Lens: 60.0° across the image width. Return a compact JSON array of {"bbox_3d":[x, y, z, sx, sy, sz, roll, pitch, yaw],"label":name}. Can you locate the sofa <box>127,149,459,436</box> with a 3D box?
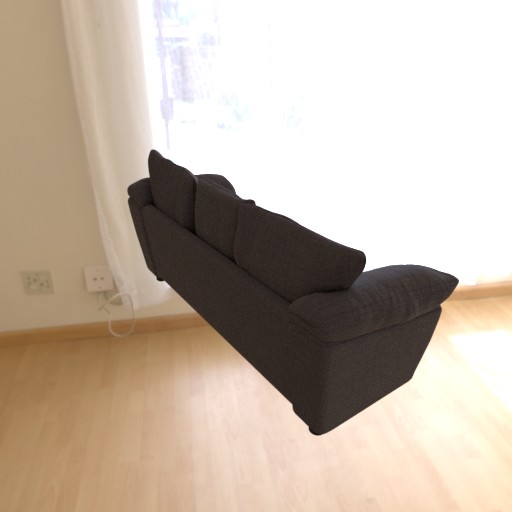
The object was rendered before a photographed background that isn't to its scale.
[{"bbox_3d":[0.000,0.000,2.922,0.883,1.080,2.336,-18,32,-31],"label":"sofa"}]
